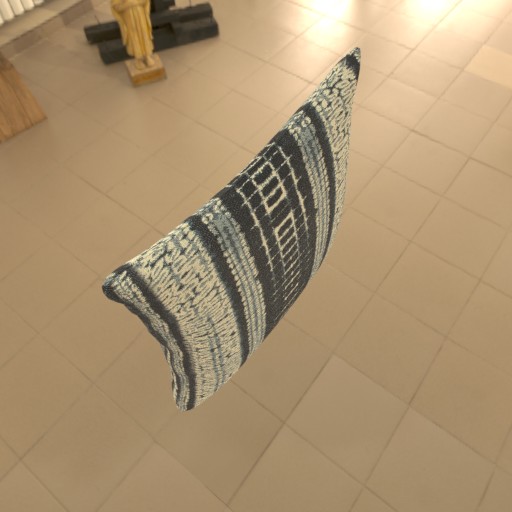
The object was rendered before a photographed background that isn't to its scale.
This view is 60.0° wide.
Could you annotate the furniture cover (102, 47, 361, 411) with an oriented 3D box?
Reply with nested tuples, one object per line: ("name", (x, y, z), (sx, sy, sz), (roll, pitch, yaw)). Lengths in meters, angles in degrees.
("furniture cover", (0.000, 0.000, 0.642), (0.133, 0.435, 0.425), (33, 63, 19))
